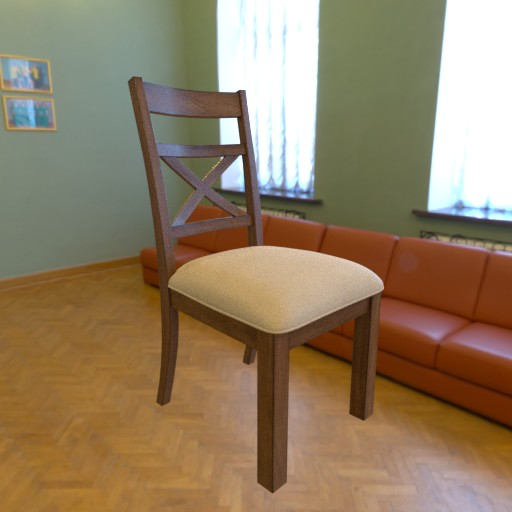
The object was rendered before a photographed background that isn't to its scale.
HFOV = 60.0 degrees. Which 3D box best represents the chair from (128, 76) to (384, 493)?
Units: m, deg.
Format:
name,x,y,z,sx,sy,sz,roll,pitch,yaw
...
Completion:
name,x,y,z,sx,sy,sz,roll,pitch,yaw
chair,0.000,0.000,1.238,0.581,0.949,0.461,13,19,43
